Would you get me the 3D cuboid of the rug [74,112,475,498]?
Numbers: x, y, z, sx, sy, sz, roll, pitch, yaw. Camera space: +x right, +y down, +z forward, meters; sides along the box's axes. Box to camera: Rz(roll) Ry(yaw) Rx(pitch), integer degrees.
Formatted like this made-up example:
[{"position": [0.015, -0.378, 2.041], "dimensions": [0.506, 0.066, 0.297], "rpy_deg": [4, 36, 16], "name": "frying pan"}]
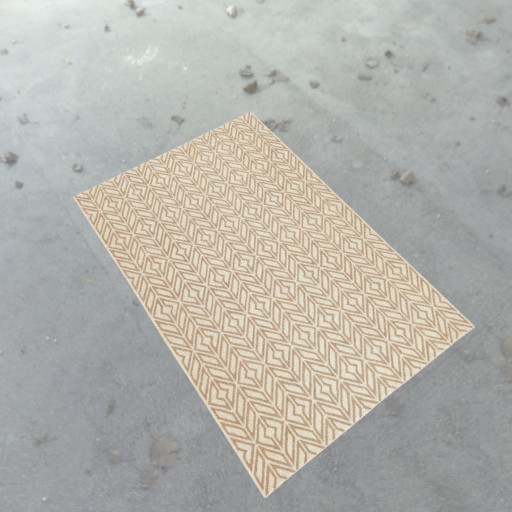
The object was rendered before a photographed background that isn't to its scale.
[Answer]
[{"position": [0.000, 0.000, 2.284], "dimensions": [1.220, 0.007, 1.828], "rpy_deg": [-31, 63, -18], "name": "rug"}]
